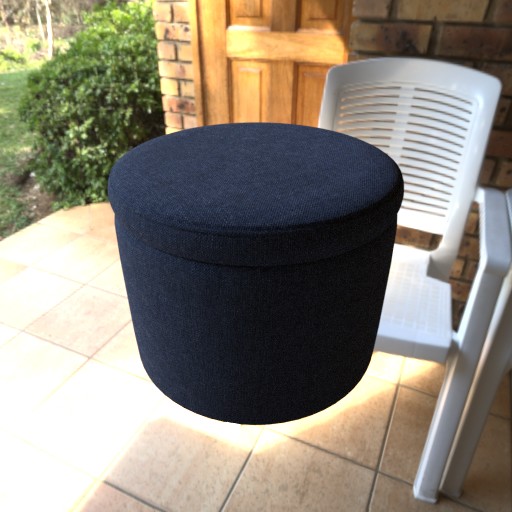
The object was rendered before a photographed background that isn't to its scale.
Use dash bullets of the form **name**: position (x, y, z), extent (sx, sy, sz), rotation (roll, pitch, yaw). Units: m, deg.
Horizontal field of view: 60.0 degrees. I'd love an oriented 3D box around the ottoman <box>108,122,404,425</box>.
- **ottoman**: position (0.000, 0.000, 0.897), extent (0.520, 0.430, 0.520), rotation (0, 32, 0)
